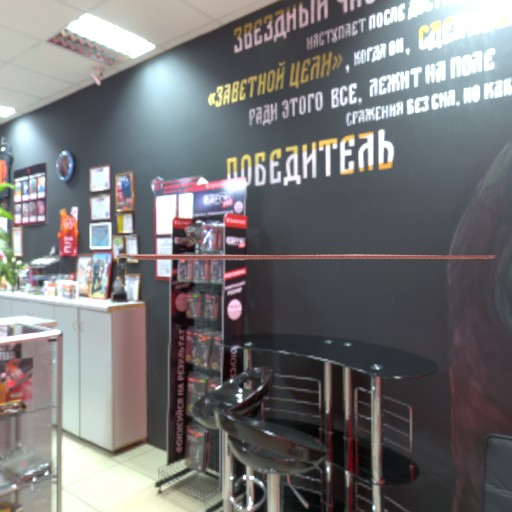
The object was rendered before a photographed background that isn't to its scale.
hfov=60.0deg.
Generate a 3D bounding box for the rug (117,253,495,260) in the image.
[{"bbox_3d":[0.000,0.000,4.197,2.434,0.045,3.202,0,0,-19],"label":"rug"}]
